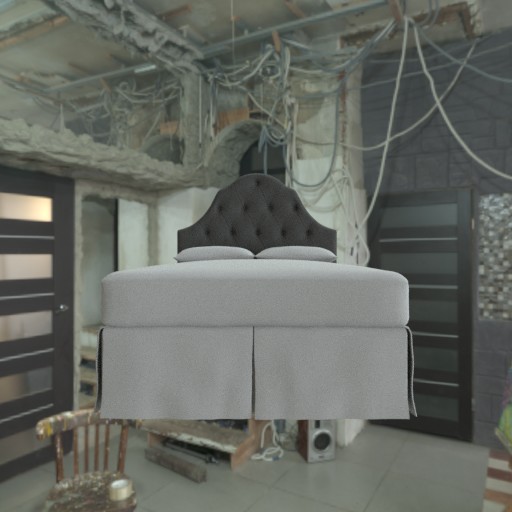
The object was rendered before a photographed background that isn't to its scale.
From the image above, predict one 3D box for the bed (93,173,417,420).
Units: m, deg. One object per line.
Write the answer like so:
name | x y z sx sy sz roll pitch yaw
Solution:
bed | 0.000 0.000 3.209 1.636 1.575 2.155 0 0 0
